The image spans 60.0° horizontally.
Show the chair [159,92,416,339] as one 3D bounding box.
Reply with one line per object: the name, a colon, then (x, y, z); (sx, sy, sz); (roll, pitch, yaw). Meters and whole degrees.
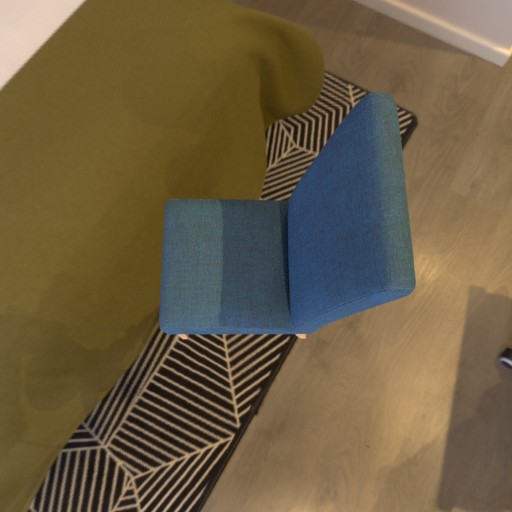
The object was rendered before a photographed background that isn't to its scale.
chair: (0.000, 0.000, 1.370); (0.610, 1.029, 0.450); (0, 74, 0)
